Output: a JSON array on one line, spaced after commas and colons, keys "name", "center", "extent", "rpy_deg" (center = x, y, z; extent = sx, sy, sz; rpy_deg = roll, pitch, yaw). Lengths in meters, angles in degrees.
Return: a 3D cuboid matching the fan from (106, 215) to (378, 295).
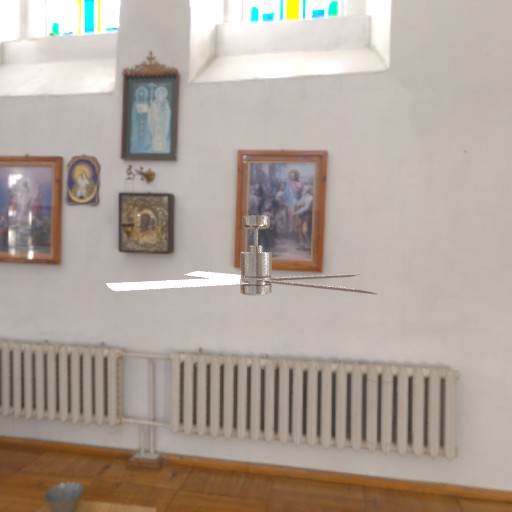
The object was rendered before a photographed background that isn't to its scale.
[{"name": "fan", "center": [0.000, 0.000, 2.000], "extent": [1.322, 0.355, 1.322], "rpy_deg": [-1, 1, -35]}]
